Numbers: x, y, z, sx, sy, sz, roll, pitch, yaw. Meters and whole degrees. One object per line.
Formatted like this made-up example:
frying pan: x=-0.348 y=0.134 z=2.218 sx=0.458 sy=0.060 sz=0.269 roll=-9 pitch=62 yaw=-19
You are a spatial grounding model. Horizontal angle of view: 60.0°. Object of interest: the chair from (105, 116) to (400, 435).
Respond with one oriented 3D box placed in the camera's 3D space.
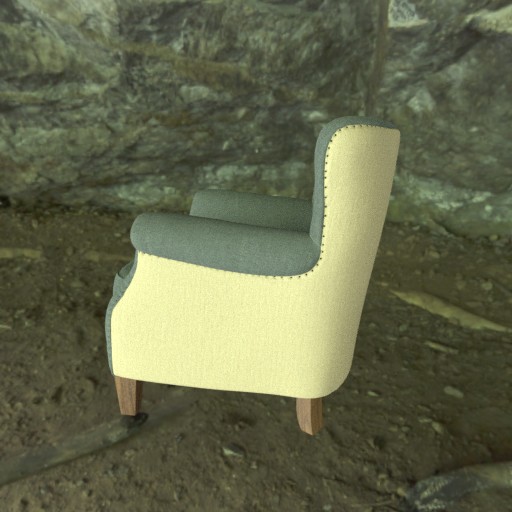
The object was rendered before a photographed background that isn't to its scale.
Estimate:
chair: x=0.000 y=0.000 z=1.608 sx=0.921 sy=0.936 sz=0.861 roll=2 pitch=14 yaw=7
